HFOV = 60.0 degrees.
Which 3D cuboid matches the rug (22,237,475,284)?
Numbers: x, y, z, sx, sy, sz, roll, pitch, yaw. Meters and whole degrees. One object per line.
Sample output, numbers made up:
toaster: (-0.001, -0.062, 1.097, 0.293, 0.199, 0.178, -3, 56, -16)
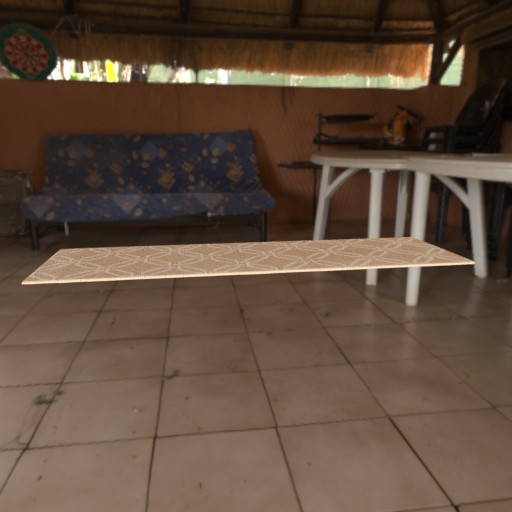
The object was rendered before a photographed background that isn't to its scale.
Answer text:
rug: (0.000, 0.000, 2.522, 2.276, 0.014, 0.678, -2, 14, -9)
